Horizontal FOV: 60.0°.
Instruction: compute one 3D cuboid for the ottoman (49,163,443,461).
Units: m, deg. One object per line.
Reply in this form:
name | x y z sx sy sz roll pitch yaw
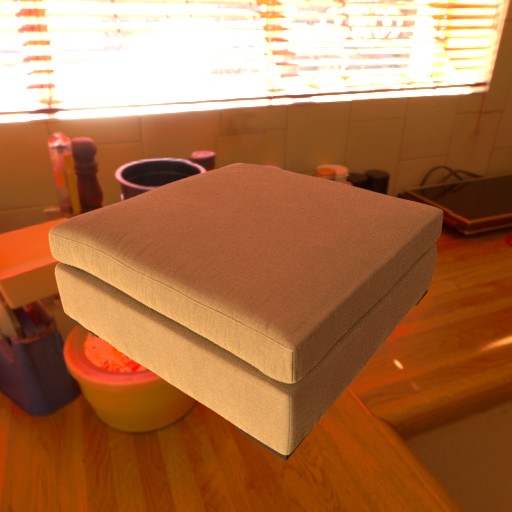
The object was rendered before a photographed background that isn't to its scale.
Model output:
ottoman | 0.000 0.000 1.847 1.171 0.517 1.203 20 34 33
